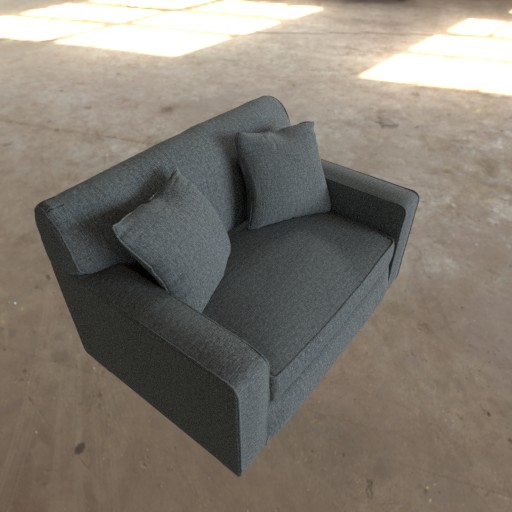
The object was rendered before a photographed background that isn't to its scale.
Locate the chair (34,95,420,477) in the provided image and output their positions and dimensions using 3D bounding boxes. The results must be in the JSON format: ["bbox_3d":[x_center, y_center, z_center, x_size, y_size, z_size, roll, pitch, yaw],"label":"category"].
[{"bbox_3d":[0.000,0.000,2.017,1.000,0.948,1.383,27,47,28],"label":"chair"}]
